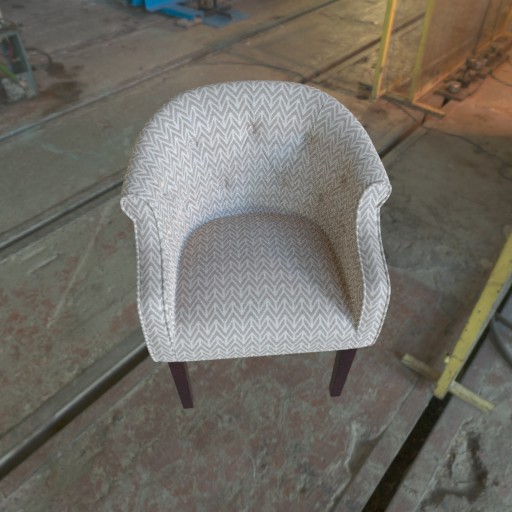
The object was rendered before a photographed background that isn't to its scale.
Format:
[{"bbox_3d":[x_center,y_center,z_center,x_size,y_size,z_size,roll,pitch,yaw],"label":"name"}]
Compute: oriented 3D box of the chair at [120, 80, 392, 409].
[{"bbox_3d":[0.000,0.000,1.354,0.686,0.858,0.613,-3,45,-3],"label":"chair"}]
